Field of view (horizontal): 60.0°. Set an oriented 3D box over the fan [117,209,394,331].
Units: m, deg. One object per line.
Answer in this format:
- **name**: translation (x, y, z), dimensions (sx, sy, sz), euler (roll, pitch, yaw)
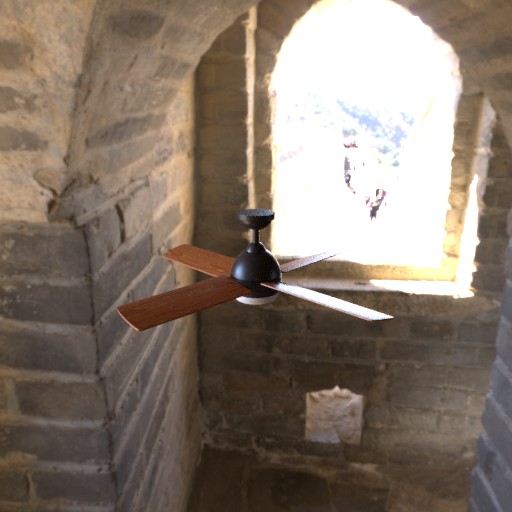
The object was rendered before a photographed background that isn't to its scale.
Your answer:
- **fan**: translation (0.000, 0.000, 2.016), dimensions (1.332, 0.403, 1.332), euler (-16, 22, -42)
